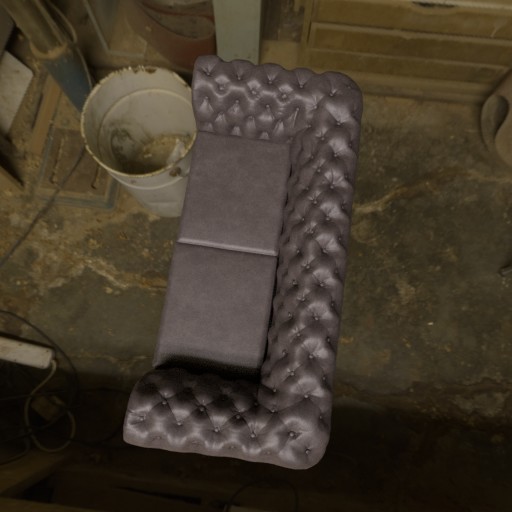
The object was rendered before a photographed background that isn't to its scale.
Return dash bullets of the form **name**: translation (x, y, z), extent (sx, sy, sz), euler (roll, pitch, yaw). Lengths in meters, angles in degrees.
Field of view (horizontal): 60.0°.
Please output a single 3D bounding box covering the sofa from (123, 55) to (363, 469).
- **sofa**: translation (0.000, 0.000, 2.502), extent (0.944, 0.779, 2.048), euler (8, 78, 2)
